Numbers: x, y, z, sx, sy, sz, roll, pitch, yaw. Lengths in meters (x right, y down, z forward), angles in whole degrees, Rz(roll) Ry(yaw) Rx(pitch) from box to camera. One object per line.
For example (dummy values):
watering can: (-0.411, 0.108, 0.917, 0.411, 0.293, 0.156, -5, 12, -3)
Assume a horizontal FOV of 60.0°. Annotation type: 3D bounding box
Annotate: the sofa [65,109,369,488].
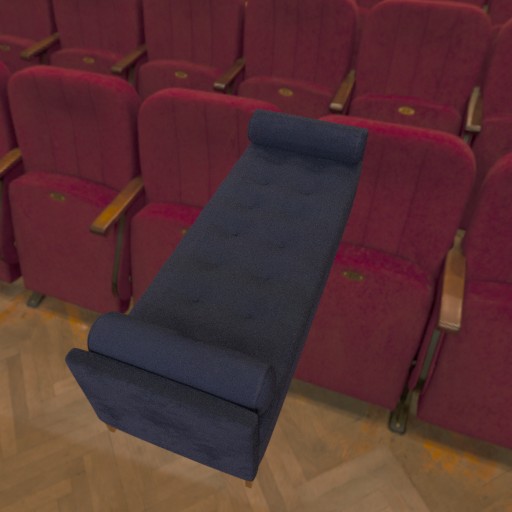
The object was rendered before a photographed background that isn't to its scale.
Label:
sofa: (0.000, 0.000, 2.459, 0.796, 0.705, 2.102, 15, 48, 14)
